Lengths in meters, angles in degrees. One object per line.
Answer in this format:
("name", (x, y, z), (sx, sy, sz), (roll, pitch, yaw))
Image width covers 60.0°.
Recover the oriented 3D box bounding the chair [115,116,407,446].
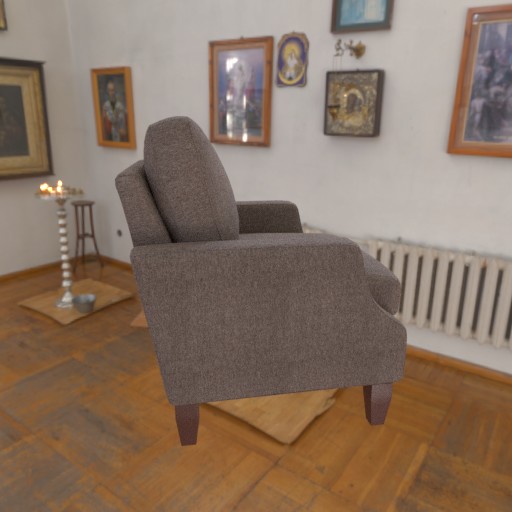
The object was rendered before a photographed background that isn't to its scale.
("chair", (0.000, 0.000, 1.674), (0.897, 0.993, 0.855), (-3, 16, -9))
